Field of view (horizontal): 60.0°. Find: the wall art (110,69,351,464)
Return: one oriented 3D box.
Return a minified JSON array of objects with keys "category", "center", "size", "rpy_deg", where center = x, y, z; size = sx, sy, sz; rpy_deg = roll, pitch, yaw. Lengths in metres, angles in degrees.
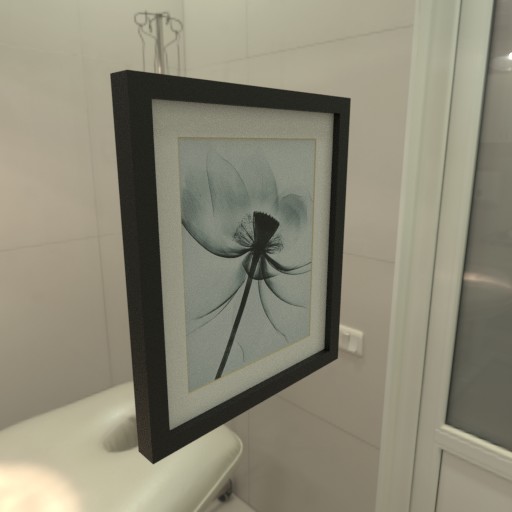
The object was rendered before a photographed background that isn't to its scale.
[{"category":"wall art","center":[0.000,0.000,0.535],"size":[0.029,0.381,0.330],"rpy_deg":[14,20,43]}]
